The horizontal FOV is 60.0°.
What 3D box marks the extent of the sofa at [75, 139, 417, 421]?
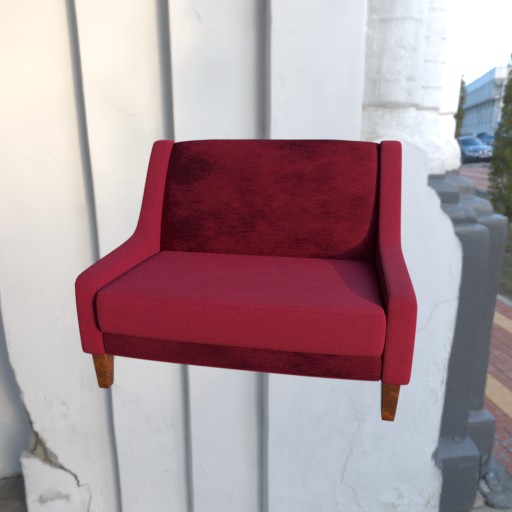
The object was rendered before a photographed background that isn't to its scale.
[{"bbox_3d":[0.000,0.000,1.932,1.242,0.976,0.946,3,16,11],"label":"sofa"}]
